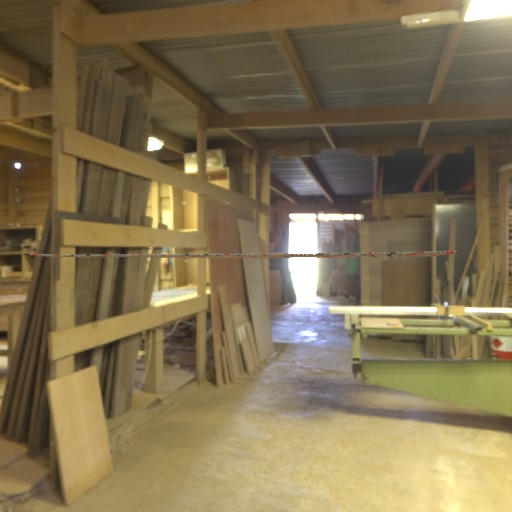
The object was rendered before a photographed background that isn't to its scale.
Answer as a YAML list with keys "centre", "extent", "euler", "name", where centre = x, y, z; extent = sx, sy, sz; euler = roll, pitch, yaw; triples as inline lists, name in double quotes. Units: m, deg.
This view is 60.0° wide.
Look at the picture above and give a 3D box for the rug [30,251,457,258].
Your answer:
- centre: [0.000, 0.000, 2.371]
  extent: [1.835, 0.017, 1.220]
  euler: [0, -1, 17]
  name: "rug"
